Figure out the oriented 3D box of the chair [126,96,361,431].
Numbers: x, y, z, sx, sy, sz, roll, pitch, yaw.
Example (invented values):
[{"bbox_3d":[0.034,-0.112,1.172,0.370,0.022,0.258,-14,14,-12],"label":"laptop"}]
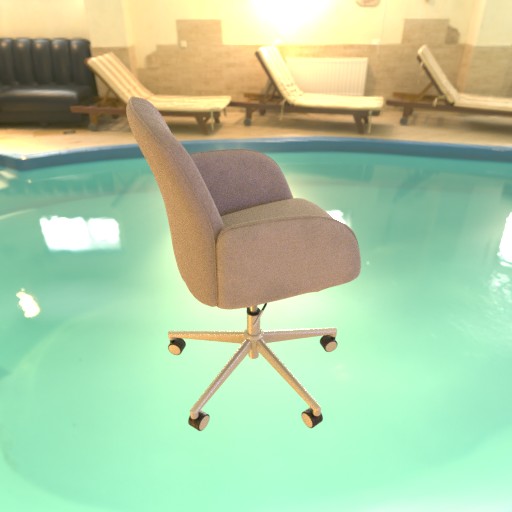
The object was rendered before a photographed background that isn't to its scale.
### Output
[{"bbox_3d":[0.000,0.000,1.393,0.654,0.959,0.648,-10,32,-17],"label":"chair"}]
